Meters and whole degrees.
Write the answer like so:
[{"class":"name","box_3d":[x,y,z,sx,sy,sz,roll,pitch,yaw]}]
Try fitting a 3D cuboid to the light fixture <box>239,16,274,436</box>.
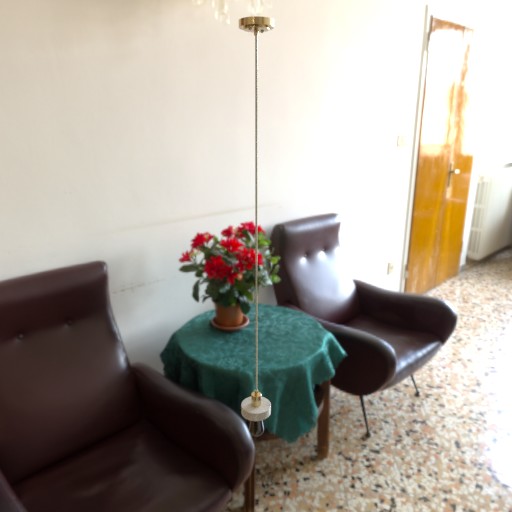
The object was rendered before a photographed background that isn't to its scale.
[{"class":"light fixture","box_3d":[0.000,0.000,1.742,0.129,1.669,0.129,3,17,10]}]
